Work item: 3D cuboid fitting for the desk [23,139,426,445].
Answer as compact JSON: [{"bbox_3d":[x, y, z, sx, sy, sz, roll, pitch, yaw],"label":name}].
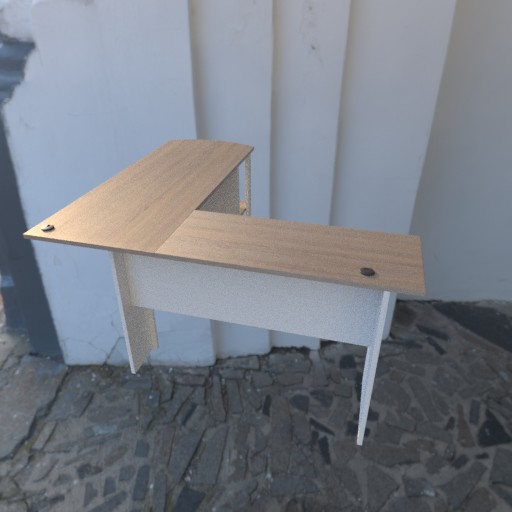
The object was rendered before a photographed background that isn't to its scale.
[{"bbox_3d":[0.000,0.000,2.140,1.361,0.716,1.303,8,31,13],"label":"desk"}]
